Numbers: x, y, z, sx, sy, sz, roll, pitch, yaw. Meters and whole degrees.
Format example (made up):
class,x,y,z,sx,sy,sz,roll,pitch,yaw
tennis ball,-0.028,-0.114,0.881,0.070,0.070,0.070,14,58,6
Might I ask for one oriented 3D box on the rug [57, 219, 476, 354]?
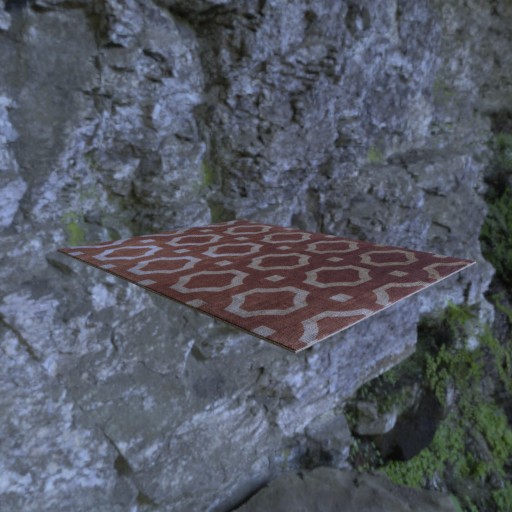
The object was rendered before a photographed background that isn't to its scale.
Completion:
class,x,y,z,sx,sy,sz,roll,pitch,yaw
rug,0.000,0.000,4.123,2.466,0.021,3.049,-14,20,-43
